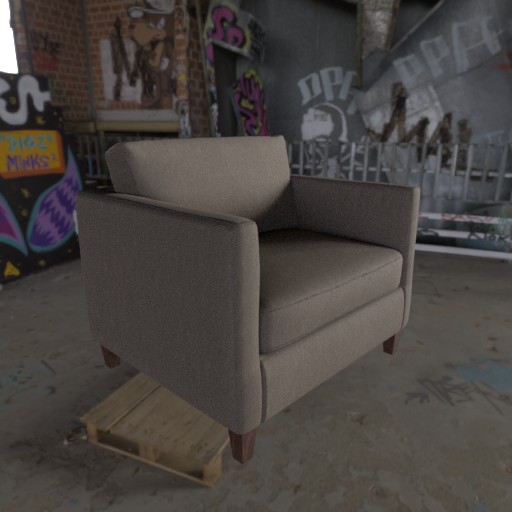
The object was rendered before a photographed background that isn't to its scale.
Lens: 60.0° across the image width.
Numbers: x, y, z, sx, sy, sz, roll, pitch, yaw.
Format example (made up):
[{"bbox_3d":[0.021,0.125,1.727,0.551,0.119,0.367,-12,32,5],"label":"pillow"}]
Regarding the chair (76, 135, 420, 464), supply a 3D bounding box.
[{"bbox_3d":[0.000,0.000,1.853,0.959,0.963,1.107,15,22,42],"label":"chair"}]
